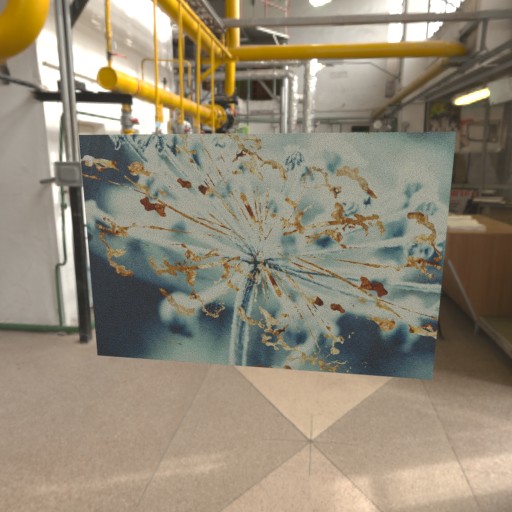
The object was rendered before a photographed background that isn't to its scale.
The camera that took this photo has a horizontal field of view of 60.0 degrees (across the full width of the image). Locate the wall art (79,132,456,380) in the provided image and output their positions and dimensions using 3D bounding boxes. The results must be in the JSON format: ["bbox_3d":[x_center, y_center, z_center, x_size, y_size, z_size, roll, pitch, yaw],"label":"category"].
[{"bbox_3d":[0.000,0.000,1.426,1.138,0.759,0.035,2,13,9],"label":"wall art"}]
